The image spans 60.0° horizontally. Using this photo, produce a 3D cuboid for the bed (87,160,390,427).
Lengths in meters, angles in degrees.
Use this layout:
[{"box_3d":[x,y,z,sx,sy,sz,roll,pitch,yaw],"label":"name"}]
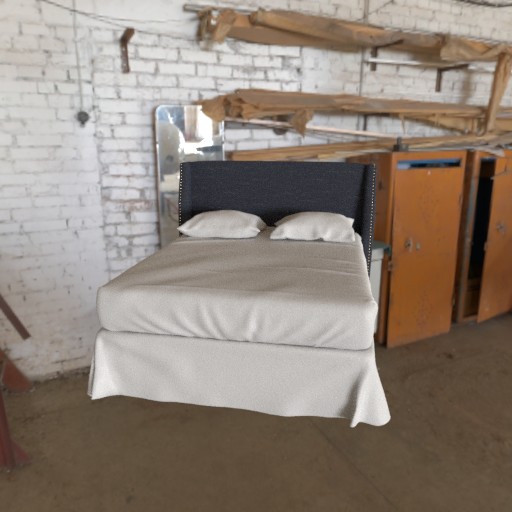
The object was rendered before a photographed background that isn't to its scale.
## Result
[{"box_3d":[0.000,0.000,3.465,1.925,1.332,2.276,3,16,10],"label":"bed"}]
